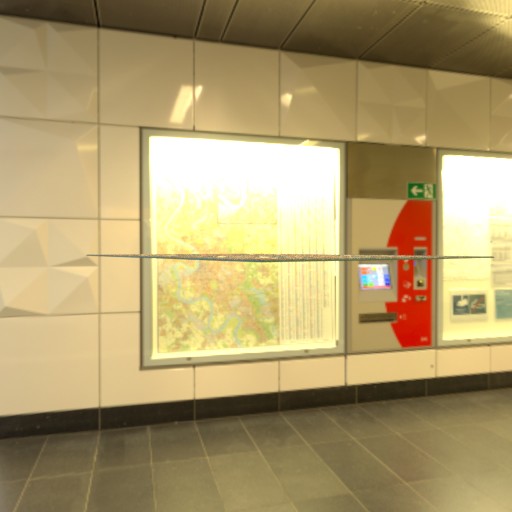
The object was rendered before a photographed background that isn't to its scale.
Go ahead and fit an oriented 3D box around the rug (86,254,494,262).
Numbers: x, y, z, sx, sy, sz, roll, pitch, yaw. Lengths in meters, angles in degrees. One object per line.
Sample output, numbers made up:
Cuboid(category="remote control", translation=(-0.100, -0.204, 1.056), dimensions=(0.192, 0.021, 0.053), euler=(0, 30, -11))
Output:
Cuboid(category="rug", translation=(0.000, 0.000, 2.970), dimensions=(1.622, 0.009, 2.373), euler=(-1, 1, -35))
